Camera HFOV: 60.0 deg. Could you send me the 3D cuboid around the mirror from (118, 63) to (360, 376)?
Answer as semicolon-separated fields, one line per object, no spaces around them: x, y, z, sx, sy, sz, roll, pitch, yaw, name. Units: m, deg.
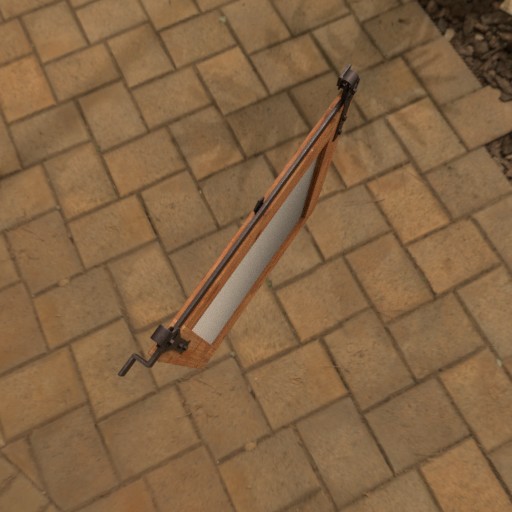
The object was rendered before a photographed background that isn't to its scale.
0.000;0.000;1.212;0.054;0.800;0.805;34;77;9;mirror
